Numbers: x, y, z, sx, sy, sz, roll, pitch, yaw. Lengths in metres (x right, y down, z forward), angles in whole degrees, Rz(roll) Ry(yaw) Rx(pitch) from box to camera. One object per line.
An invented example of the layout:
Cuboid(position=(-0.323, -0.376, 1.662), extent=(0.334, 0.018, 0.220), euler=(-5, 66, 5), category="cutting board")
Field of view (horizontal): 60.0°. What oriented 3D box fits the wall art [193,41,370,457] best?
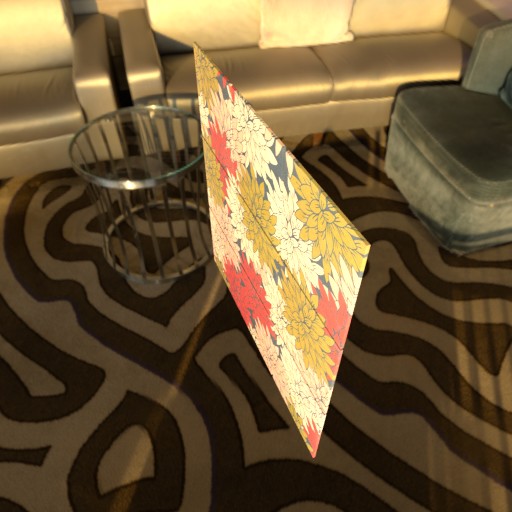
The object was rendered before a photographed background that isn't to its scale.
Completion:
Cuboid(position=(0.000, 0.000, 2.210), extent=(0.013, 1.534, 1.519), euler=(-17, 49, -16), category="wall art")
